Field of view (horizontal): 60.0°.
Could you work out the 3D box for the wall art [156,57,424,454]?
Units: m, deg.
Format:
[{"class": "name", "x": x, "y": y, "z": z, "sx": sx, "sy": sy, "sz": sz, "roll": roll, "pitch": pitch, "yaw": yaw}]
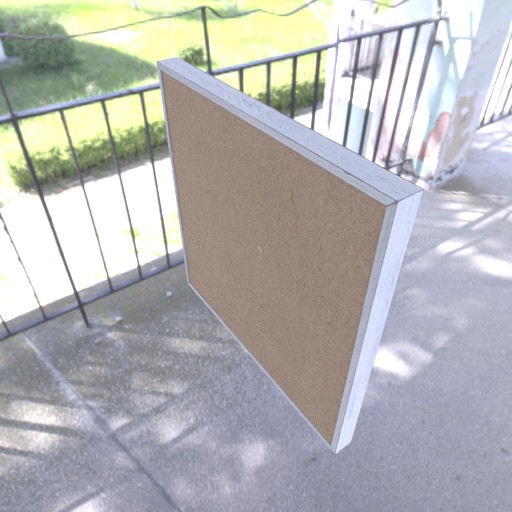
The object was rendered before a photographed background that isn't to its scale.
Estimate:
[{"class": "wall art", "x": 0.000, "y": 0.000, "z": 0.745, "sx": 0.038, "sy": 0.508, "sz": 0.508, "roll": -25, "pitch": 47, "yaw": -26}]
